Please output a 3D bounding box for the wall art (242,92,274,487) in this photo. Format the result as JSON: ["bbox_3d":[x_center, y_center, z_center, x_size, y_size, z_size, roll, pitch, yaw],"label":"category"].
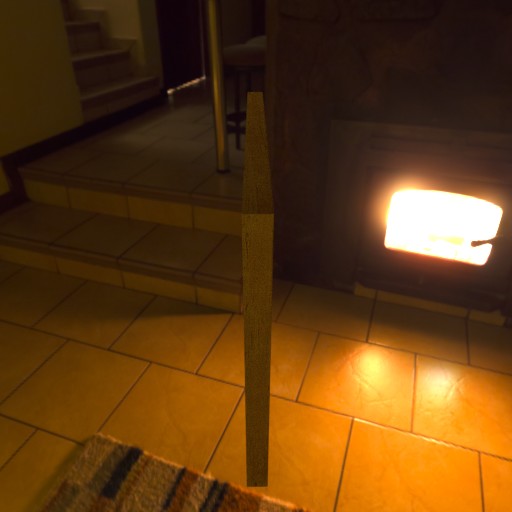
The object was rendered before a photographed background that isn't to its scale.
[{"bbox_3d":[0.000,0.000,1.788,0.070,1.009,1.320,0,31,0],"label":"wall art"}]
